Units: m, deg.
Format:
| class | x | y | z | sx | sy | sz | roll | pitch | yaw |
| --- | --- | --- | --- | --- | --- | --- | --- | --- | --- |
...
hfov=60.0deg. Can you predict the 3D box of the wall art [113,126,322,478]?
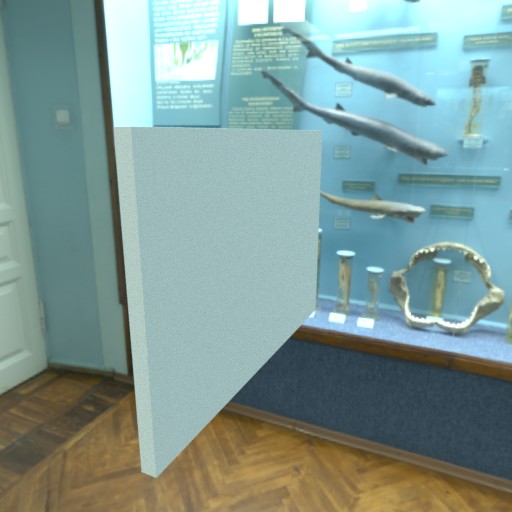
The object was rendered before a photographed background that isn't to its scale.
| class | x | y | z | sx | sy | sz | roll | pitch | yaw |
| --- | --- | --- | --- | --- | --- | --- | --- | --- | --- |
| wall art | 0.000 | 0.000 | 1.641 | 0.051 | 0.902 | 1.308 | 7 | 17 | 25 |
